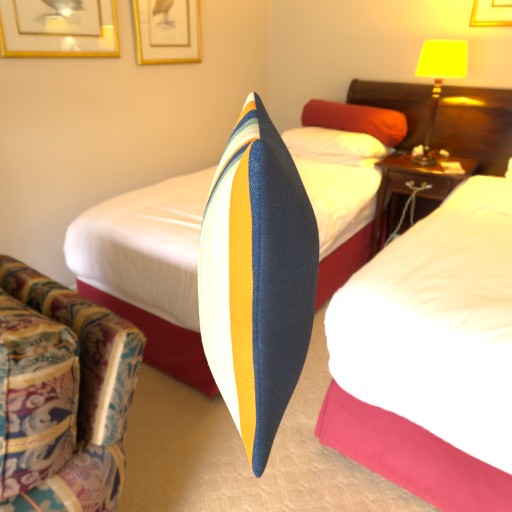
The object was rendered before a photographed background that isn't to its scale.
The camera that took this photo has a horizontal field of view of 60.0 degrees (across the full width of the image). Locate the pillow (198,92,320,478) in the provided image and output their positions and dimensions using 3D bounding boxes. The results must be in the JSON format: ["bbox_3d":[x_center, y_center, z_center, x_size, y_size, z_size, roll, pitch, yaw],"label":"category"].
[{"bbox_3d":[0.000,0.000,0.708,0.173,0.454,0.463,-1,26,-1],"label":"pillow"}]
